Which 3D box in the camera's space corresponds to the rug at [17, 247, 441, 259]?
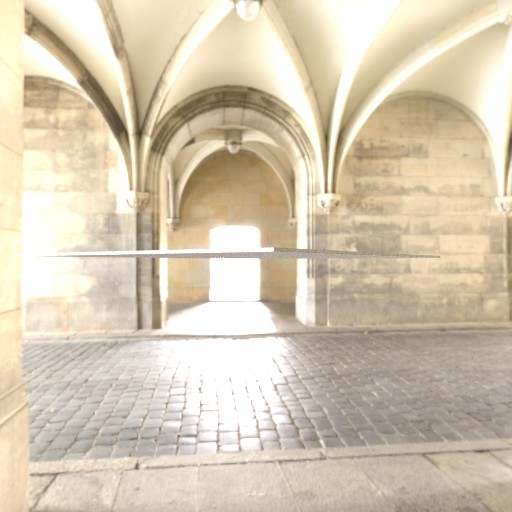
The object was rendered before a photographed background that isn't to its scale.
[{"bbox_3d":[0.000,0.000,3.977,2.420,0.019,3.039,-1,-1,36],"label":"rug"}]
